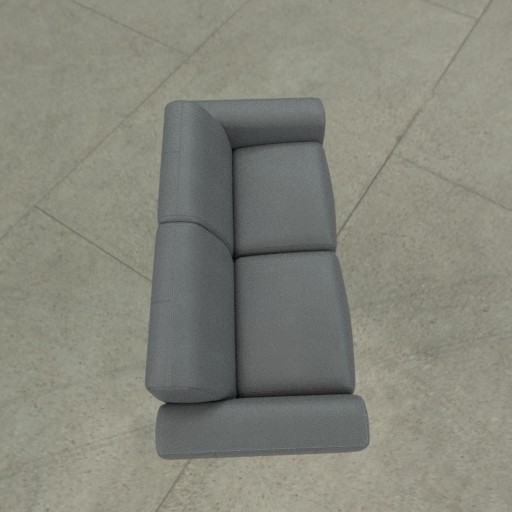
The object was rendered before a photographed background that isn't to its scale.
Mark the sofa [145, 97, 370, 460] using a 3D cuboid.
[{"bbox_3d":[0.000,0.000,2.307,0.900,0.772,1.901,-2,64,-1],"label":"sofa"}]
